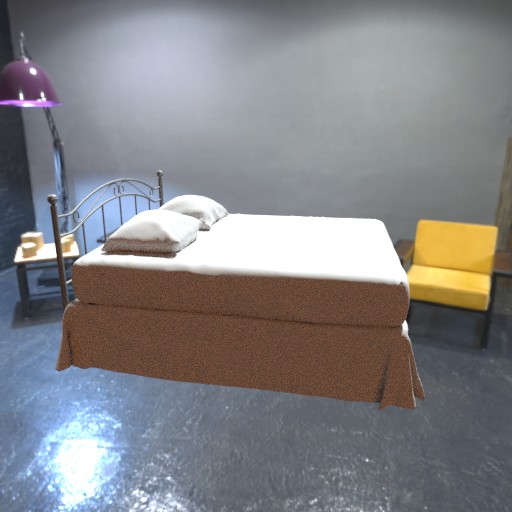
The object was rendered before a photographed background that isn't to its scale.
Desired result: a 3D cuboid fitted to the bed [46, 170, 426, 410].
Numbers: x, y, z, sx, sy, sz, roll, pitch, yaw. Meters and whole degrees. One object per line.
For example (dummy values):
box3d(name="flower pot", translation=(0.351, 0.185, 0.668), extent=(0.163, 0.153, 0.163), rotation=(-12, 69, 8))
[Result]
box3d(name="bed", translation=(0.000, 0.000, 3.282), extent=(2.215, 1.080, 1.936), rotation=(3, 16, 11))
